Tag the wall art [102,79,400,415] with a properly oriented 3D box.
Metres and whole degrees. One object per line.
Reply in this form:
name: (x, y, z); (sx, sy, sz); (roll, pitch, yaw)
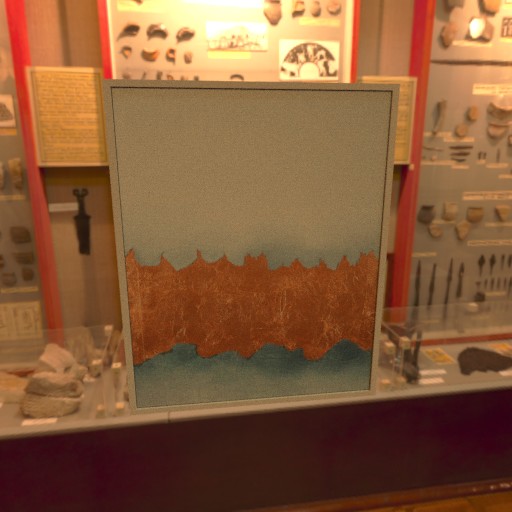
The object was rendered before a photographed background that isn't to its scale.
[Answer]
wall art: (0.000, 0.000, 0.755); (0.451, 0.553, 0.039); (-2, 15, -8)
